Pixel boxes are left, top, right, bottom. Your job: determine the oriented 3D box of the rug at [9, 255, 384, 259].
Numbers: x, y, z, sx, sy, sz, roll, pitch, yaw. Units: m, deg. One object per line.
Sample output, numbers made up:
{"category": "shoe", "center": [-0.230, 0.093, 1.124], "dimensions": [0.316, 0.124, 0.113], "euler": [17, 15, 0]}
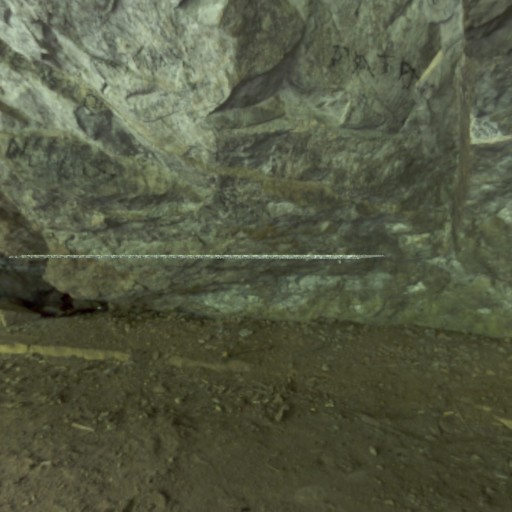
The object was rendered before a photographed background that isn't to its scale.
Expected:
{"category": "rug", "center": [0.000, 0.000, 2.919], "dimensions": [1.548, 0.013, 2.486], "euler": [0, 0, 18]}
